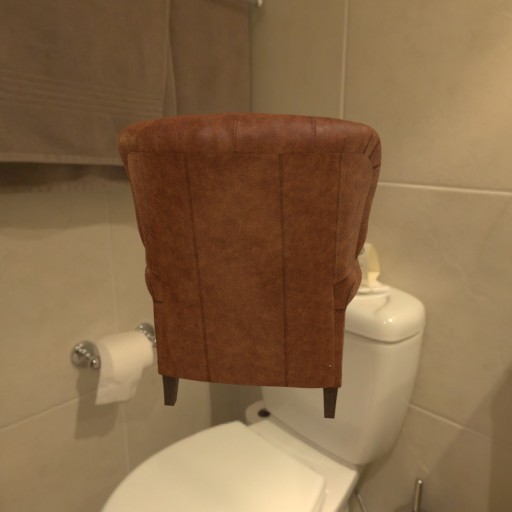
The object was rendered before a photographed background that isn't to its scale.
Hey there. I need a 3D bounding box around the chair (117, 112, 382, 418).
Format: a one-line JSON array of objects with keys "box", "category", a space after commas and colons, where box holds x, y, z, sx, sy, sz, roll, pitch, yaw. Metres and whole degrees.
[{"box": [0.000, 0.000, 1.952, 0.951, 1.164, 1.059, 2, 15, 7], "category": "chair"}]
